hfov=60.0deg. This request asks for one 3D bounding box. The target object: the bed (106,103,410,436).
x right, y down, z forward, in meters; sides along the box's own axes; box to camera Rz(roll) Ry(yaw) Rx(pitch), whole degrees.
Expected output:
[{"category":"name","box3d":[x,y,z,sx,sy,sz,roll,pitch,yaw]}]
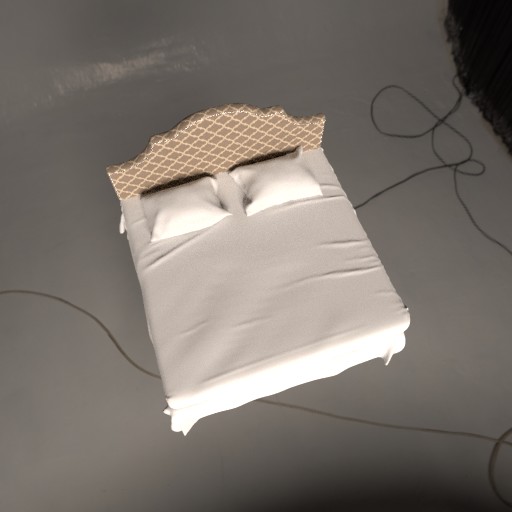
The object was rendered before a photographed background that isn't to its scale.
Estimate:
[{"category":"bed","box3d":[0.000,0.000,3.794,2.314,1.601,2.222,-16,63,-8]}]
